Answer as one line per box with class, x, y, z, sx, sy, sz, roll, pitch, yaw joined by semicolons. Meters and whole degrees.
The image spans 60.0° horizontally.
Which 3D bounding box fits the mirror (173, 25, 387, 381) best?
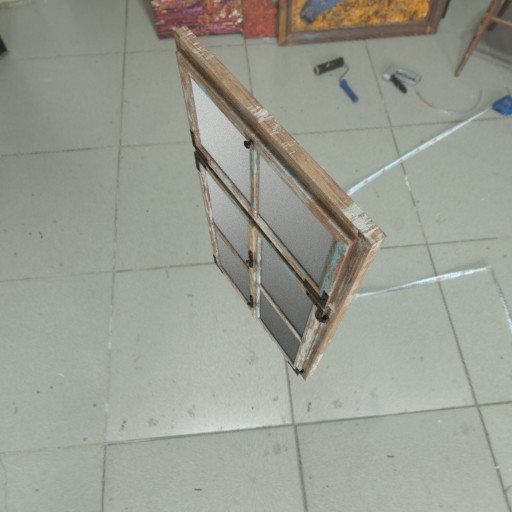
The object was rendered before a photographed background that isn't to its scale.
mirror;0.000;0.000;1.464;0.083;1.213;0.707;-32;67;-15
